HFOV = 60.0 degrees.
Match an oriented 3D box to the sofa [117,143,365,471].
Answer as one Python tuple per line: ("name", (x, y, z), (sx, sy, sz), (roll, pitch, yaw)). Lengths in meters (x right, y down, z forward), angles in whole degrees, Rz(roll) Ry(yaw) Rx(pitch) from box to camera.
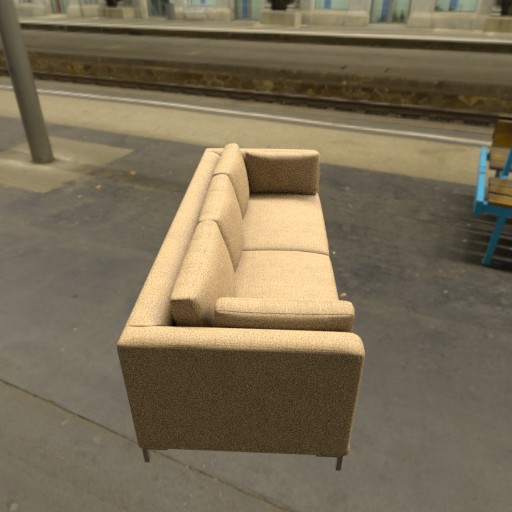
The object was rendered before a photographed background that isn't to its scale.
("sofa", (0.000, 0.000, 2.874), (0.969, 0.867, 2.415), (1, 31, 2))
